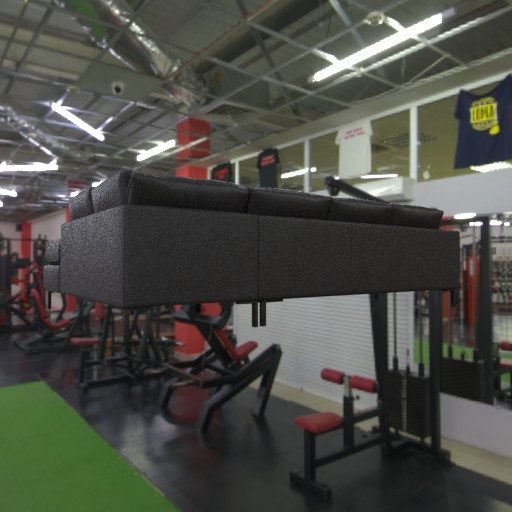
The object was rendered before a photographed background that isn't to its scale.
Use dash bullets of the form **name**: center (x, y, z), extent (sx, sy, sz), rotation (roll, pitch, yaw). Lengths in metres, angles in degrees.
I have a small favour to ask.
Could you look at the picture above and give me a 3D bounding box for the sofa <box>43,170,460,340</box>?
- **sofa**: center (0.000, 0.000, 3.767), extent (2.984, 0.877, 1.938), rotation (1, -1, -35)
